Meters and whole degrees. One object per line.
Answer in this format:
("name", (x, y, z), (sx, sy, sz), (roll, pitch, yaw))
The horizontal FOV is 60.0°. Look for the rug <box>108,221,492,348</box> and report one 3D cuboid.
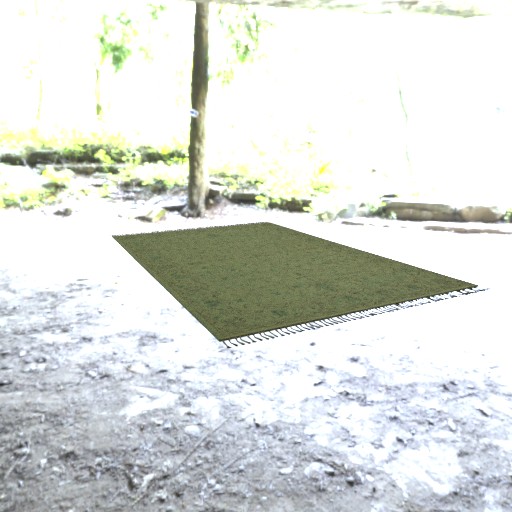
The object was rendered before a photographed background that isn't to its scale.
("rug", (0.000, 0.000, 3.020), (1.544, 0.010, 2.435), (-7, 16, -27))
